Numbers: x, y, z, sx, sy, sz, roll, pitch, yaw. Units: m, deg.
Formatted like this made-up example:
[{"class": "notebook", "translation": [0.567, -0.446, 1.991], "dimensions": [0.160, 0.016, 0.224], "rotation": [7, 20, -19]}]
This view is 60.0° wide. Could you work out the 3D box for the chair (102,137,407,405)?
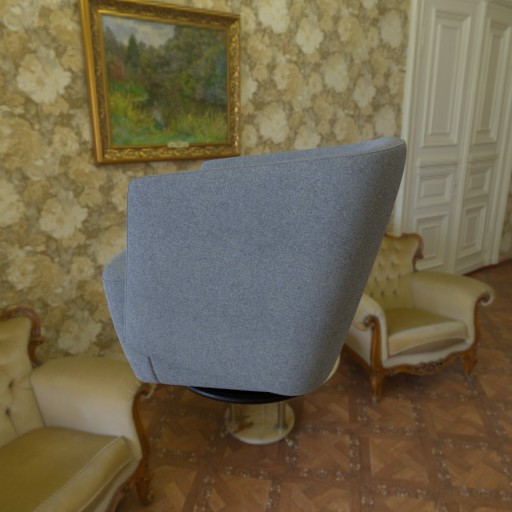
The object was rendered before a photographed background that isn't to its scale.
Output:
[{"class": "chair", "translation": [0.000, 0.000, 1.656], "dimensions": [0.986, 0.861, 0.822], "rotation": [3, 16, 9]}]
